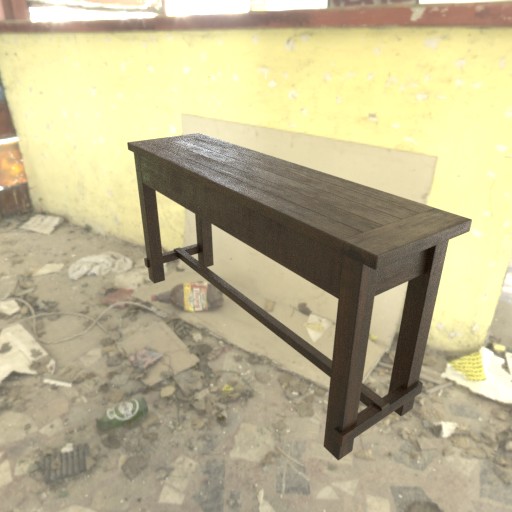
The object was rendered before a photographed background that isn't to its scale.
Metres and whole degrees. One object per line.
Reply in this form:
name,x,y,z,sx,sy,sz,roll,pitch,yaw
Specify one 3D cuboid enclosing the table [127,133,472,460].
table,0.000,0.000,1.921,0.442,0.762,1.599,-18,31,-32
